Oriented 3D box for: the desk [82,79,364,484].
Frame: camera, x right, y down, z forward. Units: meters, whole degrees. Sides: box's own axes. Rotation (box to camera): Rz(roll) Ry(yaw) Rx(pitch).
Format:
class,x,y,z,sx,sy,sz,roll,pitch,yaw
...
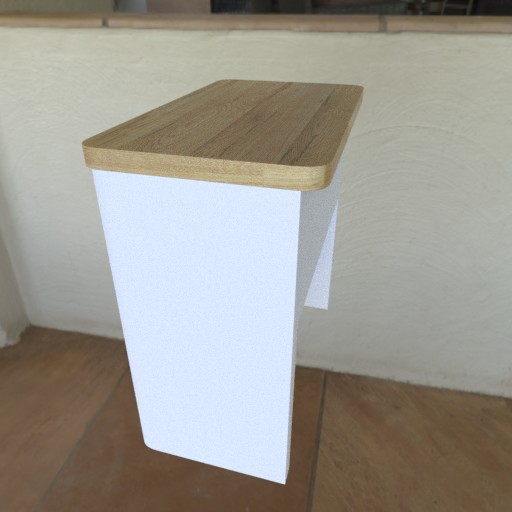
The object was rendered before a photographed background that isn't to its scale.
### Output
class,x,y,z,sx,sy,sz,roll,pitch,yaw
desk,0.000,0.000,1.219,0.440,0.790,0.760,8,31,14
